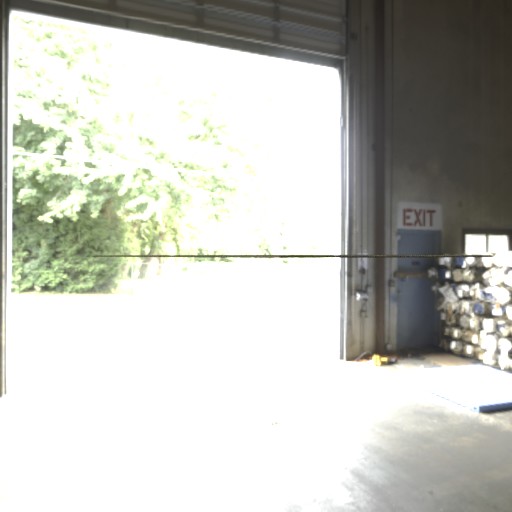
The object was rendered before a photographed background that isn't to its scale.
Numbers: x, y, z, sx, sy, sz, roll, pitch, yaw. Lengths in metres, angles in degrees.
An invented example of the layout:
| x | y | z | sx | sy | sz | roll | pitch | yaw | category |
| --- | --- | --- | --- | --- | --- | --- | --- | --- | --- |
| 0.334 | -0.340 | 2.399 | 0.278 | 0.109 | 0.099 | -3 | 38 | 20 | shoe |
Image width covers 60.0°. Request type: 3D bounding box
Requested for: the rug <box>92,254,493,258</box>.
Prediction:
| x | y | z | sx | sy | sz | roll | pitch | yaw | category |
| --- | --- | --- | --- | --- | --- | --- | --- | --- | --- |
| 0.000 | 0.000 | 3.036 | 1.524 | 0.012 | 2.438 | 0 | 0 | -35 | rug |
